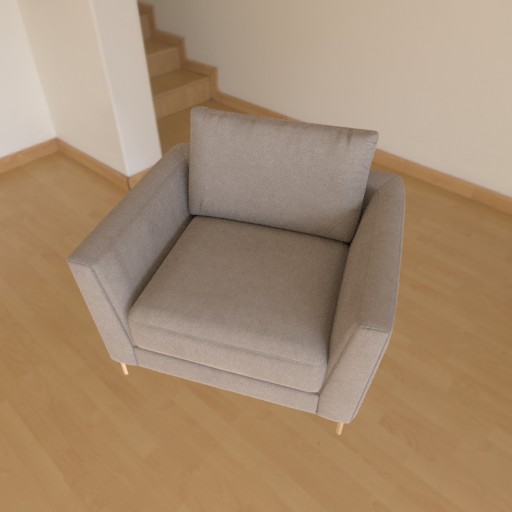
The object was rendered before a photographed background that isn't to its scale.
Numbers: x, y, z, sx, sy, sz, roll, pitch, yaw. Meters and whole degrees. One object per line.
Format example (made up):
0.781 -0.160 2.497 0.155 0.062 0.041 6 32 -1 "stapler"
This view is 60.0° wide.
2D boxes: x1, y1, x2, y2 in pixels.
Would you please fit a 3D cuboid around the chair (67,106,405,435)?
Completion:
0.000 0.000 1.734 1.041 0.864 0.889 11 43 13 "chair"
